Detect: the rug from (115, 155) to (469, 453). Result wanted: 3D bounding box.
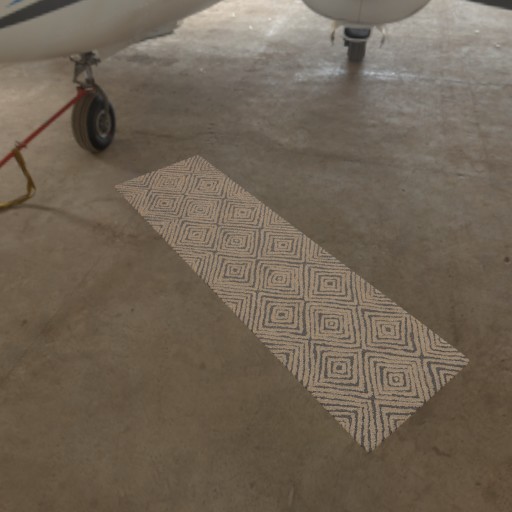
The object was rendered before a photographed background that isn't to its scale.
[{"bbox_3d":[0.000,0.000,2.496,0.676,0.008,2.277,-28,49,-27],"label":"rug"}]
